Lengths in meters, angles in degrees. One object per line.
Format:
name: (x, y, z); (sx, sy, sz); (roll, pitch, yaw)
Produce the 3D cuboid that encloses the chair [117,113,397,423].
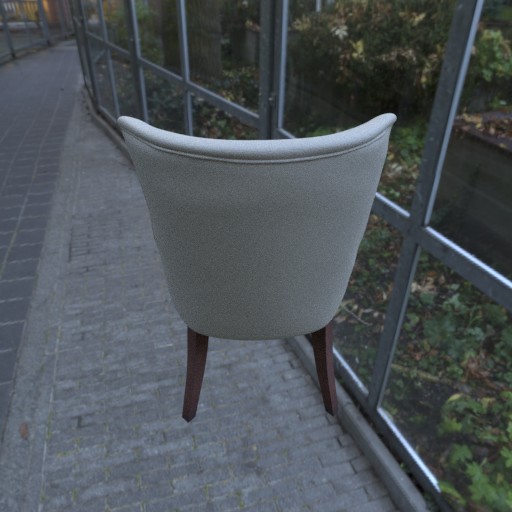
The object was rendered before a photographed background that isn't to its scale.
chair: (0.000, 0.000, 1.395); (0.660, 0.952, 0.686); (-2, 32, -2)
